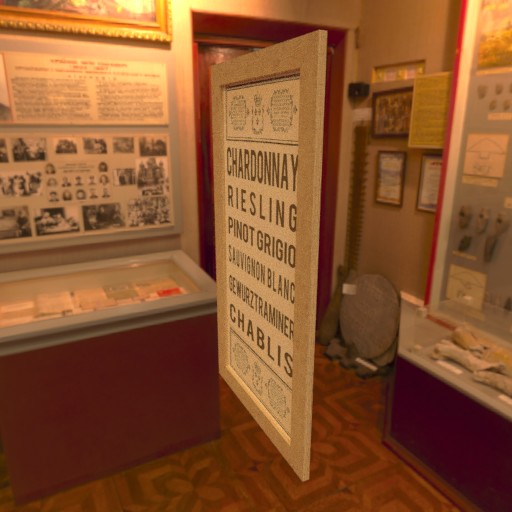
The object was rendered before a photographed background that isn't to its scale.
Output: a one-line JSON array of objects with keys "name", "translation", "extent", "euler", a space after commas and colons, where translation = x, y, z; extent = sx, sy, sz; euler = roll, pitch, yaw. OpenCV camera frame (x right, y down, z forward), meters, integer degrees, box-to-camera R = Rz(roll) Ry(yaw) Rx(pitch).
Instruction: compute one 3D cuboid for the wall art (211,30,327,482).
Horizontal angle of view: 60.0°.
[{"name": "wall art", "translation": [0.000, 0.000, 0.810], "extent": [0.013, 0.683, 0.381], "euler": [-8, 18, -25]}]
